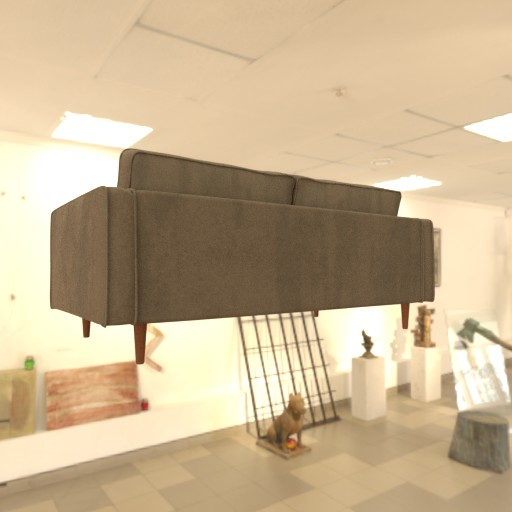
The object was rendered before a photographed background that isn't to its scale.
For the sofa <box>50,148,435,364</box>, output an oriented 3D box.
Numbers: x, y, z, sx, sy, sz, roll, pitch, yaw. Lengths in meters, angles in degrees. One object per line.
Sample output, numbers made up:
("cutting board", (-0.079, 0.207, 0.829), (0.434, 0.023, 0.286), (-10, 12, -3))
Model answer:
("sofa", (0.000, 0.000, 2.387), (1.920, 0.825, 0.924), (1, -2, -35))
